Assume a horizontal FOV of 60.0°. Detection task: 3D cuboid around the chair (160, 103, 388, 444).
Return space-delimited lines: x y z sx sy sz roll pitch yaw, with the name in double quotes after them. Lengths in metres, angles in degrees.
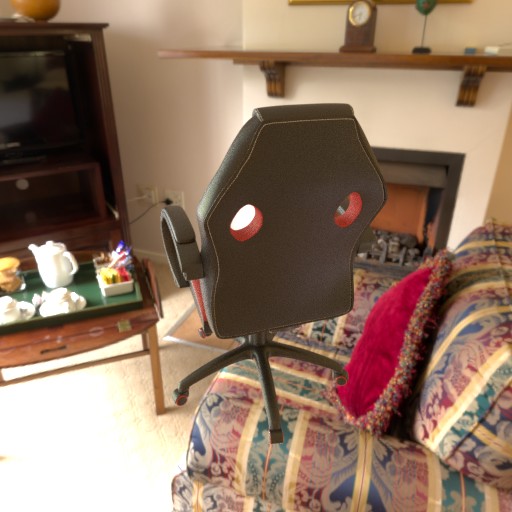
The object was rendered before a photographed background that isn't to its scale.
0.000 0.000 1.689 0.750 1.189 0.783 -8 28 -17 "chair"
